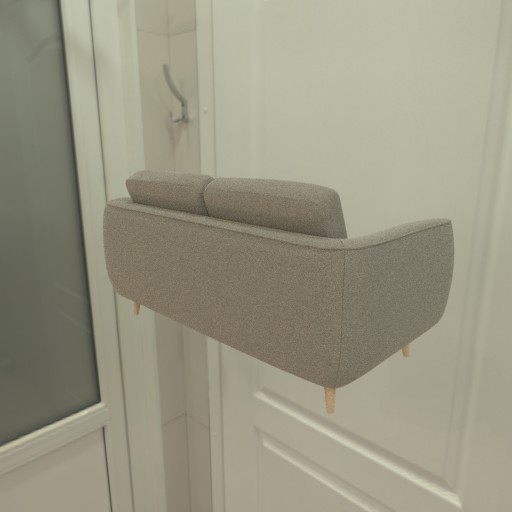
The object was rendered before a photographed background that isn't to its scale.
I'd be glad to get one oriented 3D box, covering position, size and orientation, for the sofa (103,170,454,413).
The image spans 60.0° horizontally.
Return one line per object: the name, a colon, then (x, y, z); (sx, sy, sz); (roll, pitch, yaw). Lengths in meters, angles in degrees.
sofa: (0.000, 0.000, 2.265); (1.700, 0.850, 0.920); (14, 20, 43)
